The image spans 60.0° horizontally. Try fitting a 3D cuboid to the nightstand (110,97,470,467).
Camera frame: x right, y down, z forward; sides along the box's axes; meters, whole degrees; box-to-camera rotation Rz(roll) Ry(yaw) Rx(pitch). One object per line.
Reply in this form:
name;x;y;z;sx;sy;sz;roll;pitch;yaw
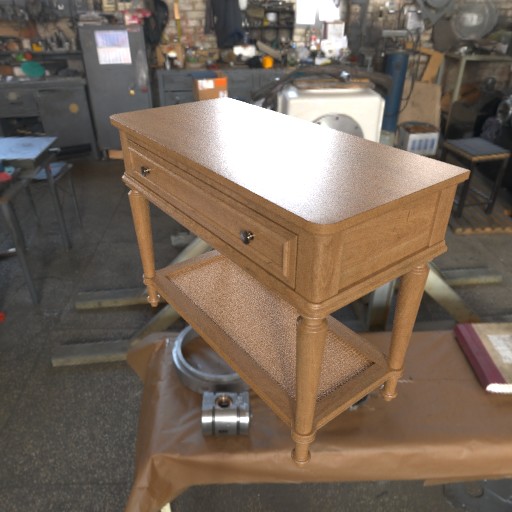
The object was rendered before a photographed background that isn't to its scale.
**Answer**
nightstand;0.000;0.000;1.308;0.432;0.700;0.914;-21;37;-31
